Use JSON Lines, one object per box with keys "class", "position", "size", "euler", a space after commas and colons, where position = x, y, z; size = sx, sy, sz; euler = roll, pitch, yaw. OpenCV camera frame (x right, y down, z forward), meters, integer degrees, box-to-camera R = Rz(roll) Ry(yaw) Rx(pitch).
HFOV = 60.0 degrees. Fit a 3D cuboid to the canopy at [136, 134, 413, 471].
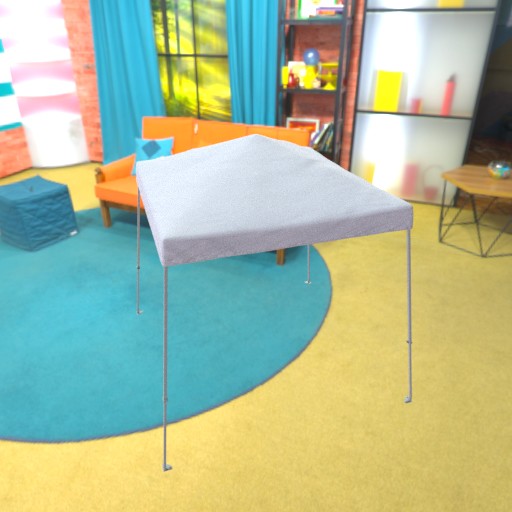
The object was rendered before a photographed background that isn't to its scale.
{"class": "canopy", "position": [0.000, 0.000, 5.244], "size": [2.850, 2.850, 2.849], "euler": [-9, 29, -16]}
